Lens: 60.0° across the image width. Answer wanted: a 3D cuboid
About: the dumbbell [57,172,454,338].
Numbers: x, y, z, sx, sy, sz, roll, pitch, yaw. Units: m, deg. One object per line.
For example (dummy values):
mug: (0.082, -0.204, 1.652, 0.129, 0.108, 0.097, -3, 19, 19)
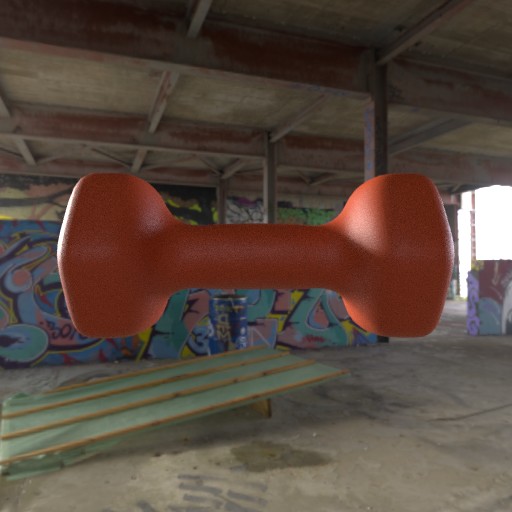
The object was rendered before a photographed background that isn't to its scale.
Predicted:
dumbbell: (0.000, 0.000, 0.202, 0.162, 0.071, 0.079, 0, -1, 0)
